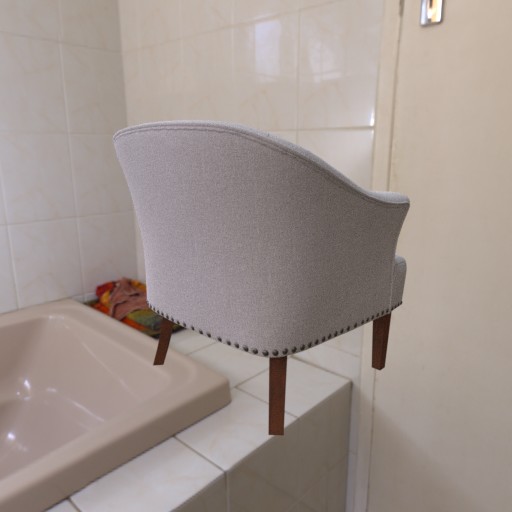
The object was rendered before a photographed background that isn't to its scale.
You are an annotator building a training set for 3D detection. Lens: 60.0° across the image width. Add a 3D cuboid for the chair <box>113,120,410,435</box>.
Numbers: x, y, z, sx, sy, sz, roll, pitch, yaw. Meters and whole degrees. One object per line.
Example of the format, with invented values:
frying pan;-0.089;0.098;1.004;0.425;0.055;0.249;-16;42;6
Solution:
chair;0.000;0.000;1.440;0.798;0.815;0.704;14;19;43
